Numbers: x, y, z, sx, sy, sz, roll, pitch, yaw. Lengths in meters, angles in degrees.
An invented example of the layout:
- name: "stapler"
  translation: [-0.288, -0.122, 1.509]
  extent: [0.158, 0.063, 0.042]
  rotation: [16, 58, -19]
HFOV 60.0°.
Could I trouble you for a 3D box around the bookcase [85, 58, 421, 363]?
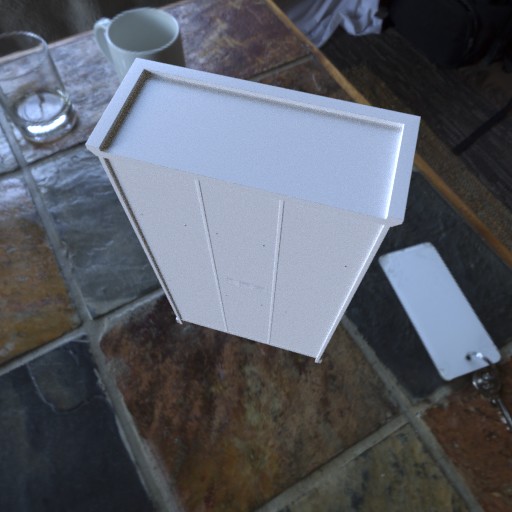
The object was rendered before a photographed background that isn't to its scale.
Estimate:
- name: "bookcase"
  translation: [0.000, 0.000, 2.328]
  extent: [1.050, 1.880, 0.432]
  rotation: [15, 64, 7]
